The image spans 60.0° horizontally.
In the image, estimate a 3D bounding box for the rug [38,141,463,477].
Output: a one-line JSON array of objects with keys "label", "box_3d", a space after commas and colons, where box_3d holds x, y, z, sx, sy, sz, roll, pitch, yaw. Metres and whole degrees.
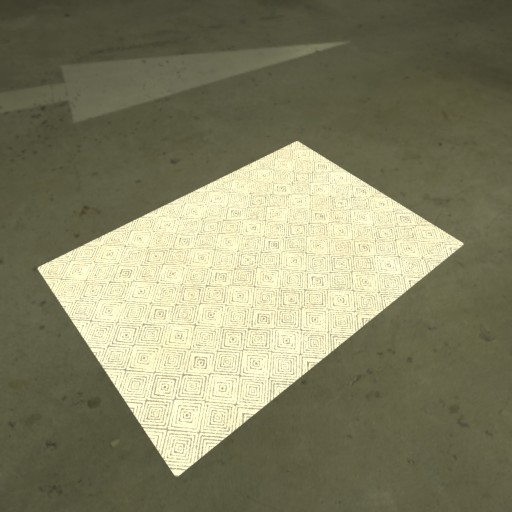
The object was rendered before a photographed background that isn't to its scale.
[{"label": "rug", "box_3d": [0.000, 0.000, 2.845, 2.238, 0.008, 1.593, -31, 54, -26]}]
